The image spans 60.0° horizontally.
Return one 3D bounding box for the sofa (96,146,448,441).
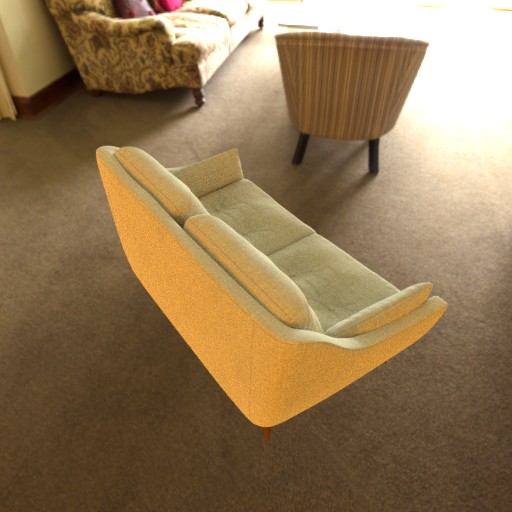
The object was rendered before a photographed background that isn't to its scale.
[{"bbox_3d":[0.000,0.000,2.269,0.965,0.888,1.652,-26,48,-26],"label":"sofa"}]
